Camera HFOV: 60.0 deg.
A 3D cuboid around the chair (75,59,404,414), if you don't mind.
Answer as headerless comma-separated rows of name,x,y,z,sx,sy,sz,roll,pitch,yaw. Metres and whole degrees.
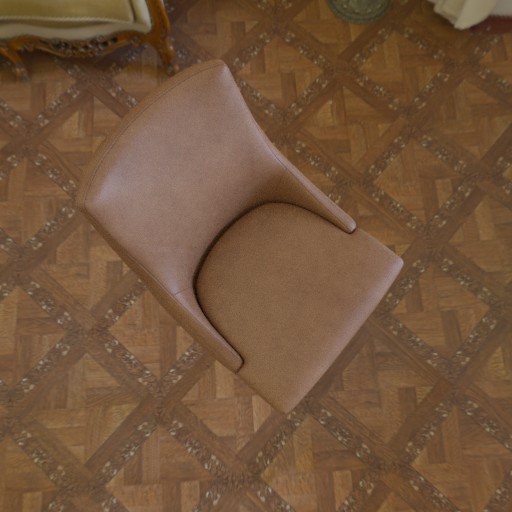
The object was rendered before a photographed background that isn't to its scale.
chair,0.000,0.000,1.507,0.861,0.909,0.701,39,79,9
